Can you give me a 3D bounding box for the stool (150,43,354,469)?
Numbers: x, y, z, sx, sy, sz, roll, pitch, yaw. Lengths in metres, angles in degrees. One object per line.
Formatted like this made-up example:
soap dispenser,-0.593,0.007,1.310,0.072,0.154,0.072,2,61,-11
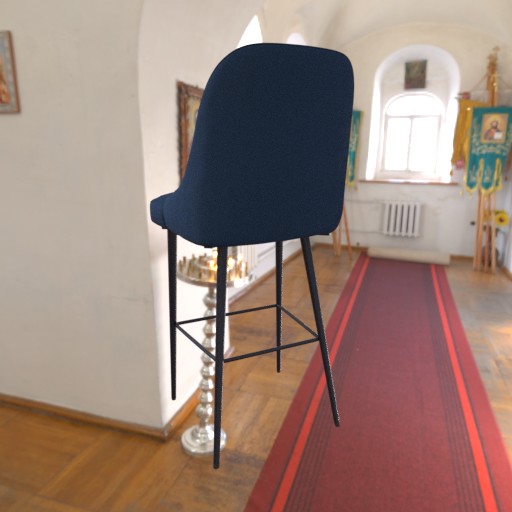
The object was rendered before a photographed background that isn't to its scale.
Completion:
stool,0.000,0.000,1.332,0.527,1.079,0.489,-7,16,-26
